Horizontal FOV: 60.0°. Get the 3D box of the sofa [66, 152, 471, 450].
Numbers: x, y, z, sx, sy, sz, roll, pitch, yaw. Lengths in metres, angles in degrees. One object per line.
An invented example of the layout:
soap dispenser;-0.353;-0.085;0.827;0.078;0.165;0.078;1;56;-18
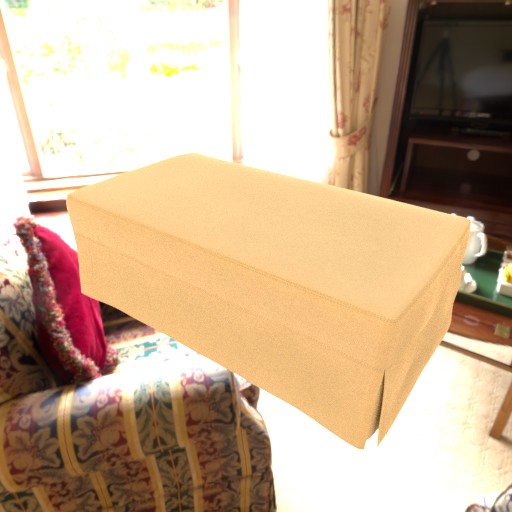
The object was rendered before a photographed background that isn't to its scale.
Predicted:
sofa;0.000;0.000;2.081;1.677;0.552;0.939;20;35;31
